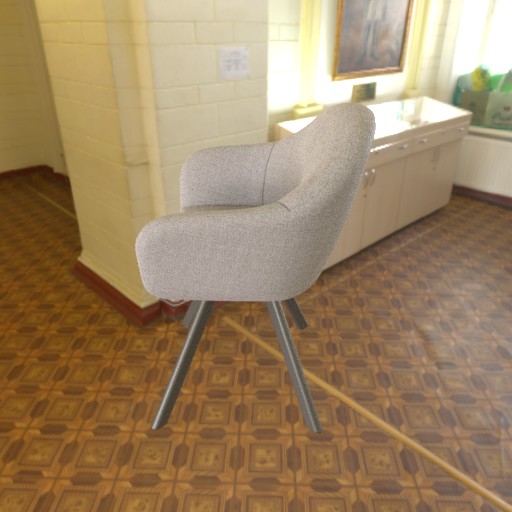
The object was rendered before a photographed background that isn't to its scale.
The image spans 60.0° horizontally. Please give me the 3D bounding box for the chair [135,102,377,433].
[{"bbox_3d":[0.000,0.000,1.212,0.550,0.795,0.590,1,27,1],"label":"chair"}]
